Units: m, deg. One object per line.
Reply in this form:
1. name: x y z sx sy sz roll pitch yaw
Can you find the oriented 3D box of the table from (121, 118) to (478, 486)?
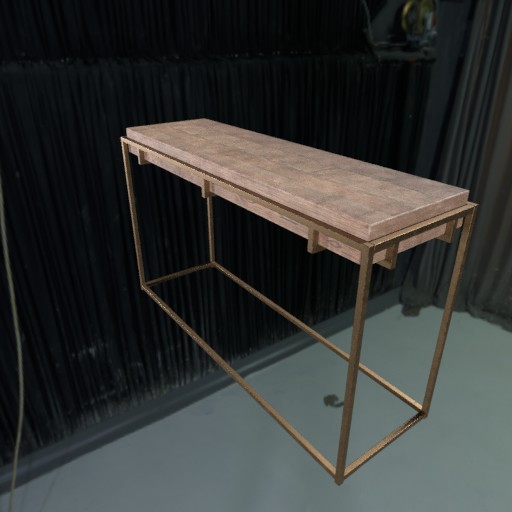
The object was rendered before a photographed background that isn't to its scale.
1. table: 0.000 0.000 1.736 0.440 0.820 1.400 -19 32 -32
